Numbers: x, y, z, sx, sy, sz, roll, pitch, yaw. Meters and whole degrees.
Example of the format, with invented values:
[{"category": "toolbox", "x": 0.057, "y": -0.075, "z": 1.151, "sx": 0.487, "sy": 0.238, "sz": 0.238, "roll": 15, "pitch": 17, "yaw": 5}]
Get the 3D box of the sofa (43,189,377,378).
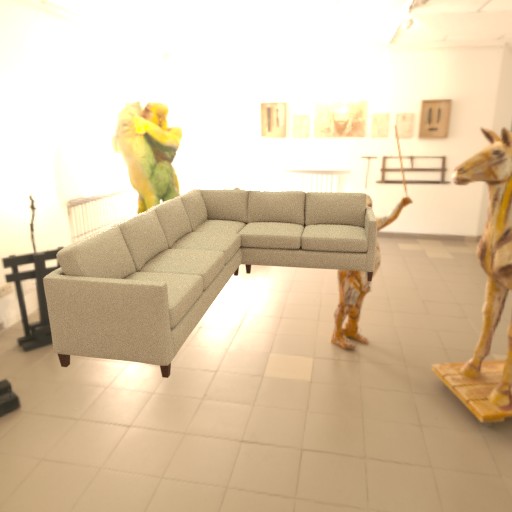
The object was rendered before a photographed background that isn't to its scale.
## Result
[{"category": "sofa", "x": 0.000, "y": 0.000, "z": 4.513, "sx": 2.522, "sy": 0.934, "sz": 3.333, "roll": 3, "pitch": 17, "yaw": 10}]
